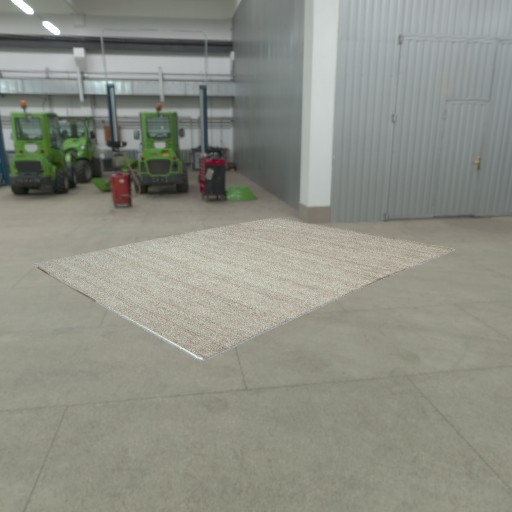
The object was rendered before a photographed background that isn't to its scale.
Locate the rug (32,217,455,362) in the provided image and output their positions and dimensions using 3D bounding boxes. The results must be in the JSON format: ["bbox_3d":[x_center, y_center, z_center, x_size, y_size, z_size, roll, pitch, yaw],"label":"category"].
[{"bbox_3d":[0.000,0.000,4.173,3.202,0.045,2.434,-15,21,-43],"label":"rug"}]
